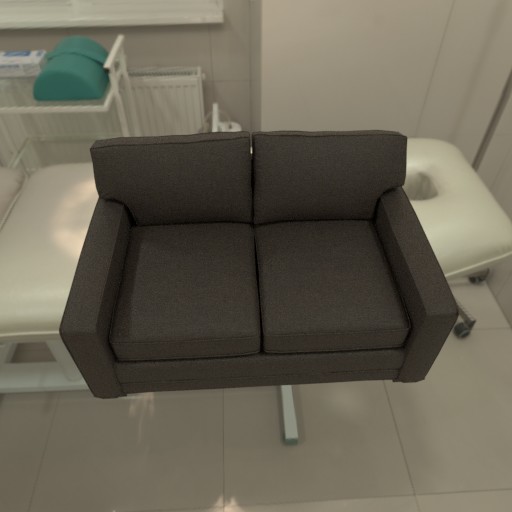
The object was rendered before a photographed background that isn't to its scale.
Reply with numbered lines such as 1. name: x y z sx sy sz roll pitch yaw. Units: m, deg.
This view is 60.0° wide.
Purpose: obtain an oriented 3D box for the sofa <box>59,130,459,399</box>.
1. sofa: 0.000 0.000 2.086 1.534 0.887 0.974 -2 46 -2
